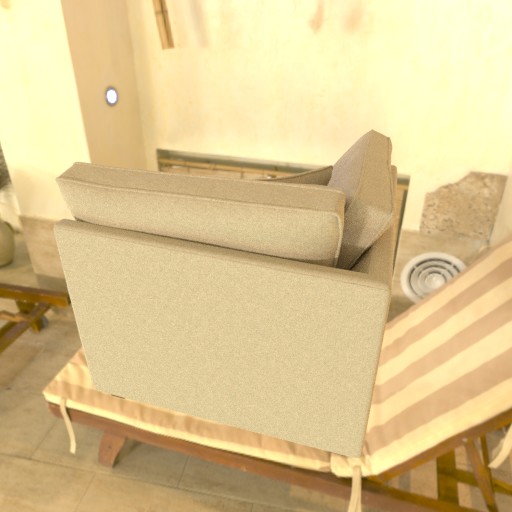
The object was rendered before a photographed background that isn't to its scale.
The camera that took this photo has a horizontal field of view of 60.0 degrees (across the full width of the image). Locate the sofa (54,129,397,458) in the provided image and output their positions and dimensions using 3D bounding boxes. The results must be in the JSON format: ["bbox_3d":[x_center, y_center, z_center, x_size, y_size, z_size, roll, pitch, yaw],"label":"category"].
[{"bbox_3d":[0.000,0.000,1.823,1.042,0.937,1.050,9,31,15],"label":"sofa"}]
